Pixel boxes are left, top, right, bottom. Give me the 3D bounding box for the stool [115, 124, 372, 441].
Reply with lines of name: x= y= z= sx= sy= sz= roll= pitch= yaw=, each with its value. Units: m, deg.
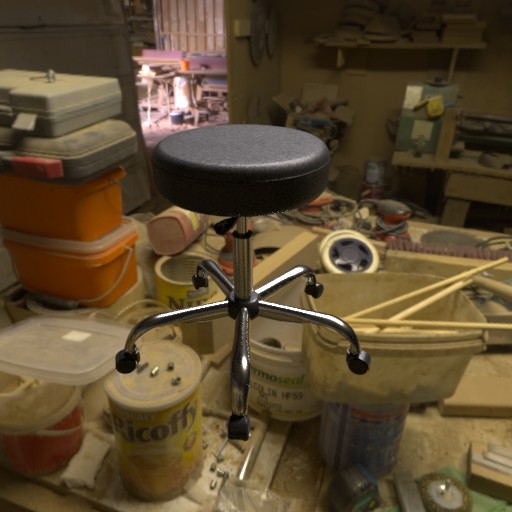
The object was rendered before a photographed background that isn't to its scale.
stool: x=0.000 y=0.000 z=1.128 sx=0.638 sy=0.576 sz=0.673 roll=10 pitch=30 yaw=18
